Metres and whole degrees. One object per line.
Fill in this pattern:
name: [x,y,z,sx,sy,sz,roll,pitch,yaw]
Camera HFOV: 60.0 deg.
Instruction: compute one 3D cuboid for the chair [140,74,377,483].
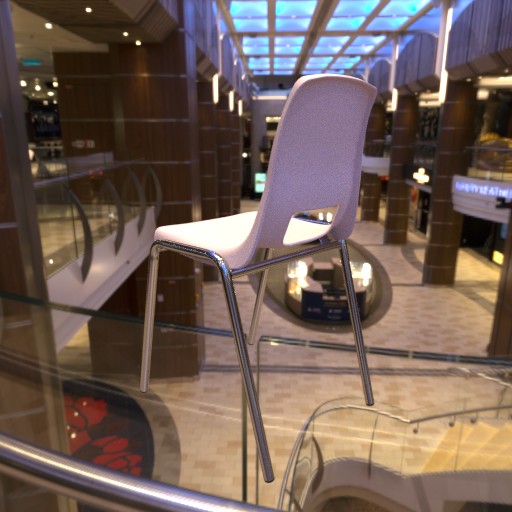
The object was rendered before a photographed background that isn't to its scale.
chair: [0.000,0.000,0.970,0.381,0.704,0.436,-15,21,-42]
